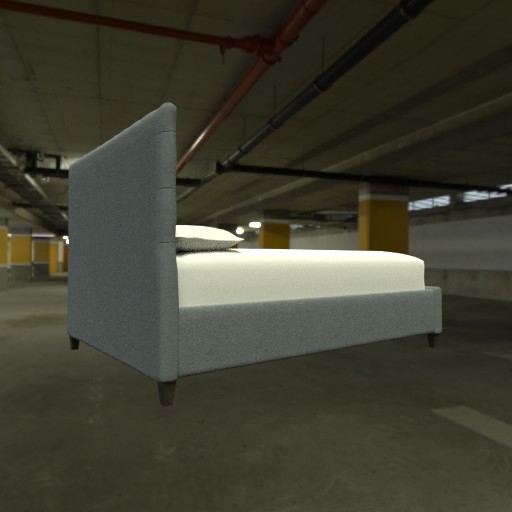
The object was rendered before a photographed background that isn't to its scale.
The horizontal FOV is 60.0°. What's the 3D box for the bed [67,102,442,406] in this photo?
[{"bbox_3d":[0.000,0.000,3.389,2.335,1.411,1.698,0,0,-37],"label":"bed"}]
